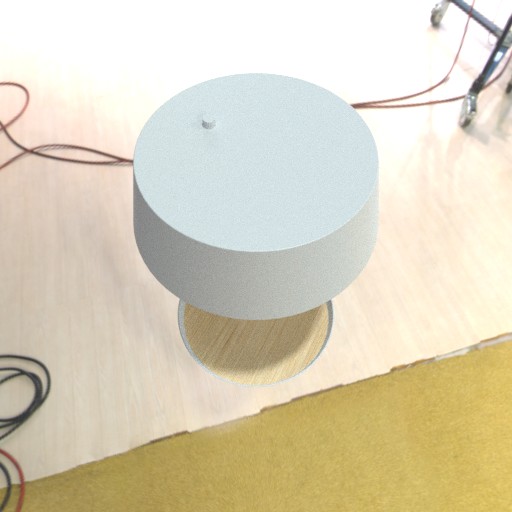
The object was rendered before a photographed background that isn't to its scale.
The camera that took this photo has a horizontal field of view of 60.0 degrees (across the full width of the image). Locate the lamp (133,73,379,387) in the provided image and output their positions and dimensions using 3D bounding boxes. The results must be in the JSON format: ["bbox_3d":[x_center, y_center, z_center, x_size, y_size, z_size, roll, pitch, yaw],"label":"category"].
[{"bbox_3d":[0.000,0.000,0.624,0.291,0.429,0.291,0,58,0],"label":"lamp"}]
